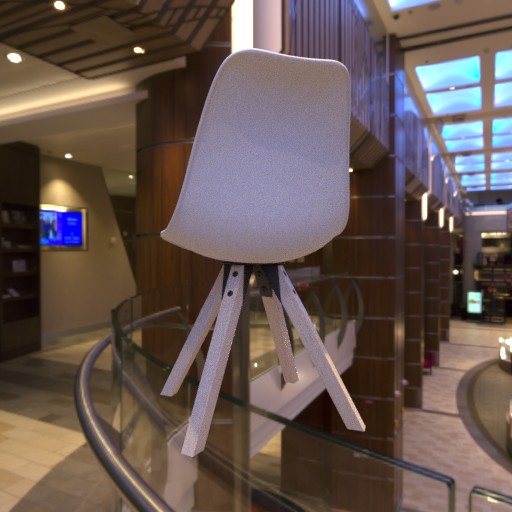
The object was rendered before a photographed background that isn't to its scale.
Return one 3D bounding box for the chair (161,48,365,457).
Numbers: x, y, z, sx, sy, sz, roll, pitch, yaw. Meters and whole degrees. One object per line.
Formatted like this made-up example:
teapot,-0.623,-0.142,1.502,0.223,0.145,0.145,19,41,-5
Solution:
chair,0.000,0.000,1.183,0.485,0.850,0.550,0,1,-18
